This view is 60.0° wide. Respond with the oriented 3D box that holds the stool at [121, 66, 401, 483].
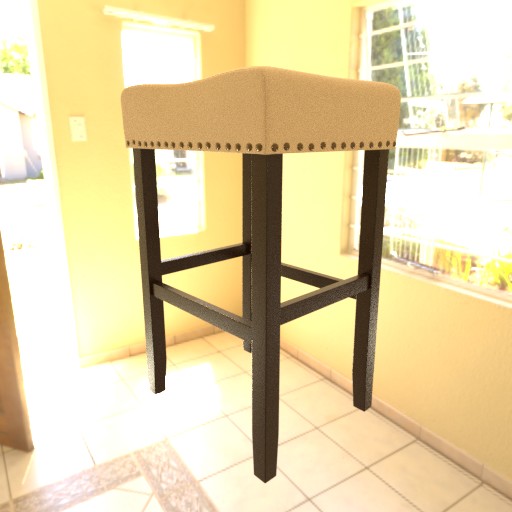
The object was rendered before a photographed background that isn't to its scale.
[{"bbox_3d":[0.000,0.000,1.044,0.401,0.762,0.471,-14,21,-41],"label":"stool"}]
